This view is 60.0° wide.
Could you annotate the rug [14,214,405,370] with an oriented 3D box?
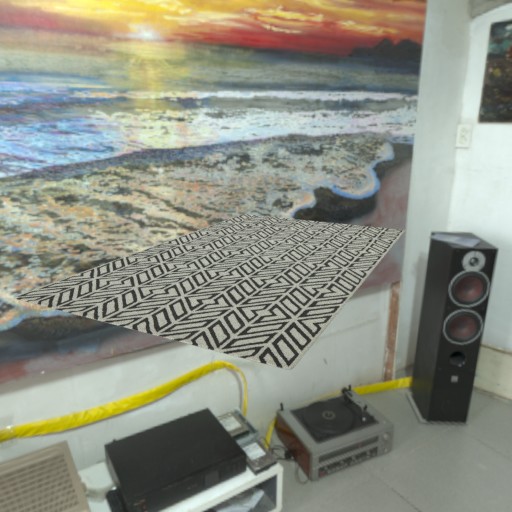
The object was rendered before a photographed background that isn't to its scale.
[{"bbox_3d":[0.000,0.000,2.948,1.523,0.008,2.438,8,18,26],"label":"rug"}]
